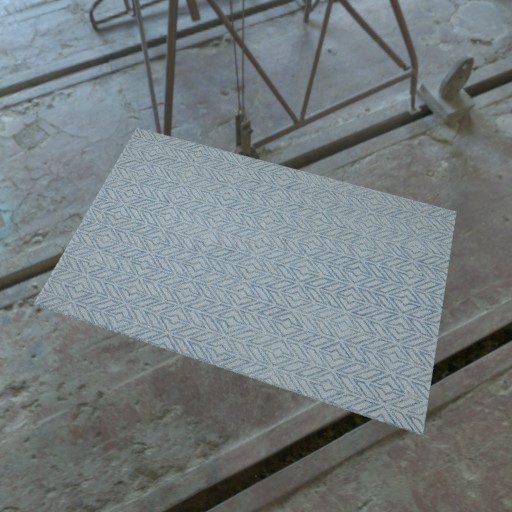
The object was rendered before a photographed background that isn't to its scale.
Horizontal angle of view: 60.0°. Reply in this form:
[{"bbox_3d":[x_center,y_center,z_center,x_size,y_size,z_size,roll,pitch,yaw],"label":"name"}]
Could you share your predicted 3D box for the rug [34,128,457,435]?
[{"bbox_3d":[0.000,0.000,2.937,2.441,0.008,1.526,16,65,8],"label":"rug"}]
